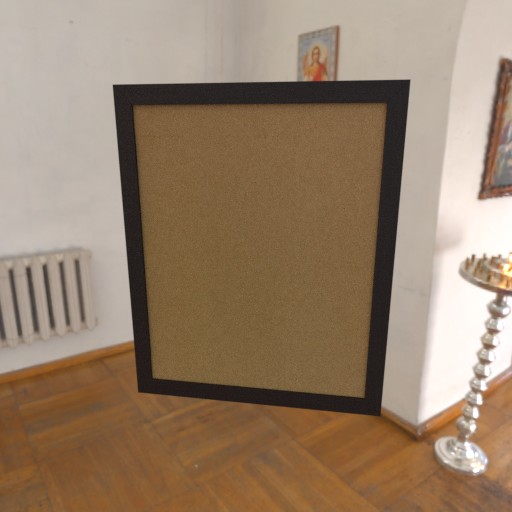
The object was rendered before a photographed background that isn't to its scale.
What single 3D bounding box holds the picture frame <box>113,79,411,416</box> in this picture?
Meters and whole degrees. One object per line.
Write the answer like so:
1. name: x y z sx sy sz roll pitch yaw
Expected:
1. picture frame: 0.000 0.000 0.762 0.452 0.555 0.044 3 16 9
